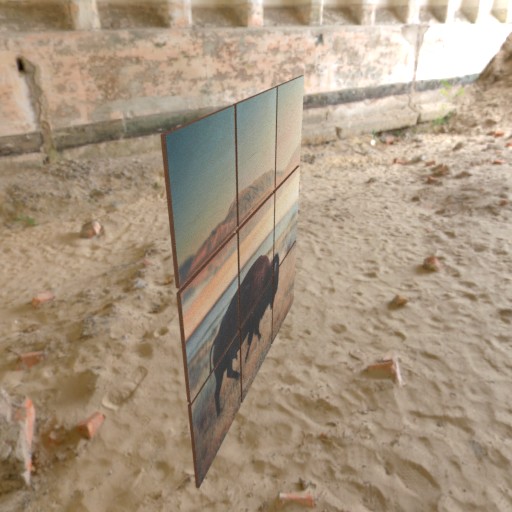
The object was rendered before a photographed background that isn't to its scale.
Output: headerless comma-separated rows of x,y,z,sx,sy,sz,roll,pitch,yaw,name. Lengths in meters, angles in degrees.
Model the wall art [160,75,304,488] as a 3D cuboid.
0.000,0.000,1.763,0.019,1.218,1.221,10,30,17,wall art
